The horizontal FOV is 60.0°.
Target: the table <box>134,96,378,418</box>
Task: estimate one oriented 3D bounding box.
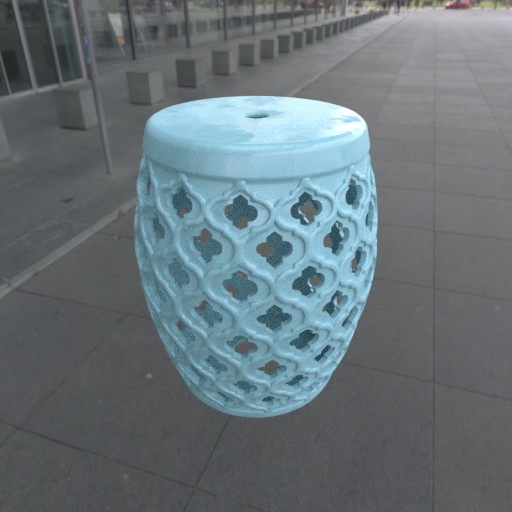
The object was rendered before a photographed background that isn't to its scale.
[{"bbox_3d":[0.000,0.000,0.626,0.325,0.388,0.325,0,30,0],"label":"table"}]
